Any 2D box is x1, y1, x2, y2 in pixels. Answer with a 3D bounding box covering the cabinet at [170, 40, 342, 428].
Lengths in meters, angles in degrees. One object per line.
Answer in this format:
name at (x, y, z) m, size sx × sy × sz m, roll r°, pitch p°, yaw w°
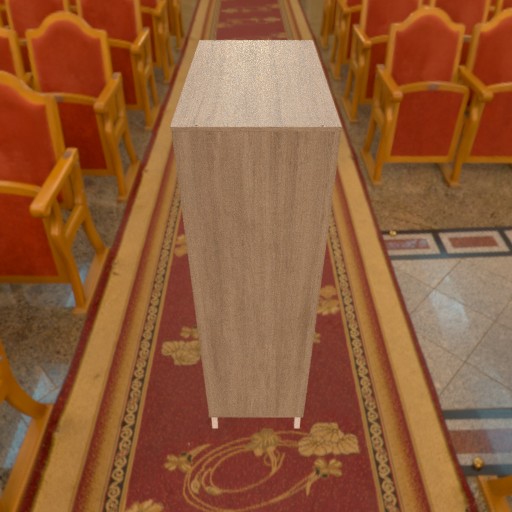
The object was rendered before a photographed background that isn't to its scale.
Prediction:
cabinet at (0.000, 0.000, 2.502) m, size 0.571 × 1.999 × 1.006 m, roll 0°, pitch 41°, yaw 0°
